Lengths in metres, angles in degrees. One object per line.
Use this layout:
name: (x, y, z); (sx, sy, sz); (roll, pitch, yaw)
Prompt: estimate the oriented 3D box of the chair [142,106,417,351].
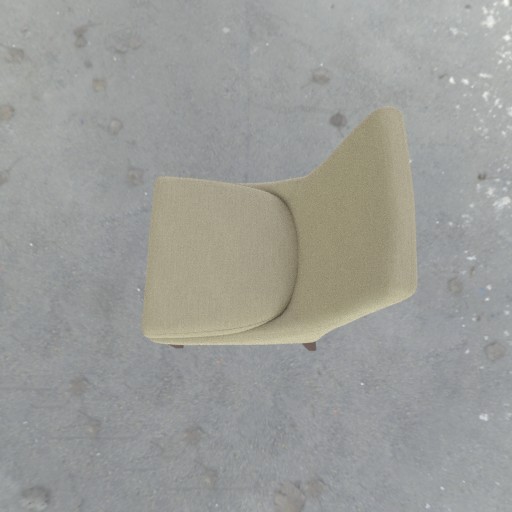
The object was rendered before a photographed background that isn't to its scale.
chair: (0.000, 0.000, 1.317); (0.638, 0.940, 0.515); (1, 74, 0)
